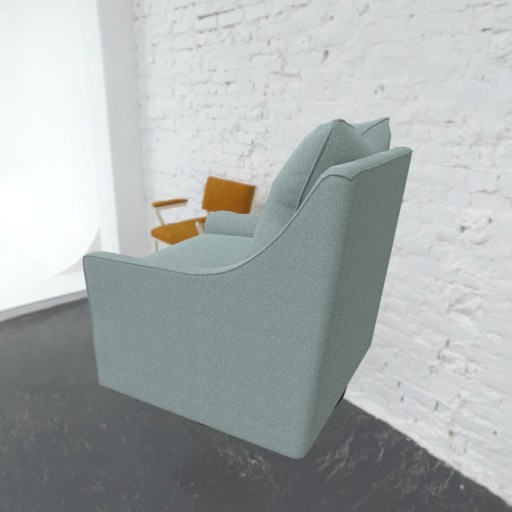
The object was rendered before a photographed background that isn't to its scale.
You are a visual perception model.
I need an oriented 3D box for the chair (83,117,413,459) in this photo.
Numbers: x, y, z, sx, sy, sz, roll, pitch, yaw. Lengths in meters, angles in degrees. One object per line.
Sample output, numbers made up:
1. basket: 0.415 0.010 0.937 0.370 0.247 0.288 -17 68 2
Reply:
1. chair: 0.000 0.000 1.546 0.870 0.926 0.760 9 20 27
